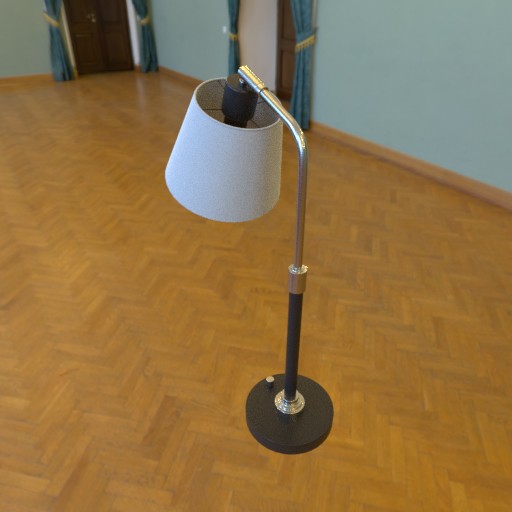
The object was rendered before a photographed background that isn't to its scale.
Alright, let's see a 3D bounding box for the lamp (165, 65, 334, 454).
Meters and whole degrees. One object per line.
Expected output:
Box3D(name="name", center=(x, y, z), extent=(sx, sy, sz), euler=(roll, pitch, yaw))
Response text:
Box3D(name="lamp", center=(0.000, 0.000, 0.683), extent=(0.181, 0.539, 0.348), euler=(-20, 37, -28))
